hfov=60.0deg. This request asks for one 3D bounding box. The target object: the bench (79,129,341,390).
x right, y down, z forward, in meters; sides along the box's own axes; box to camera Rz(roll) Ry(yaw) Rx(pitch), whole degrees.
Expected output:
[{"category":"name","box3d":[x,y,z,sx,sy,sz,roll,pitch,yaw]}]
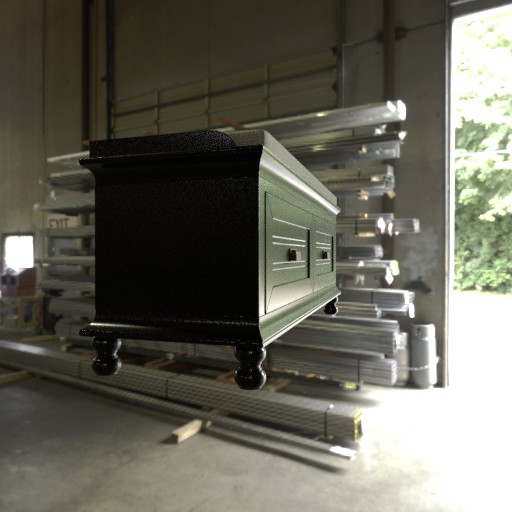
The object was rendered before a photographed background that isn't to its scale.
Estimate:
[{"category":"bench","box3d":[0.000,0.000,1.428,0.402,0.501,1.185,0,0,18]}]
